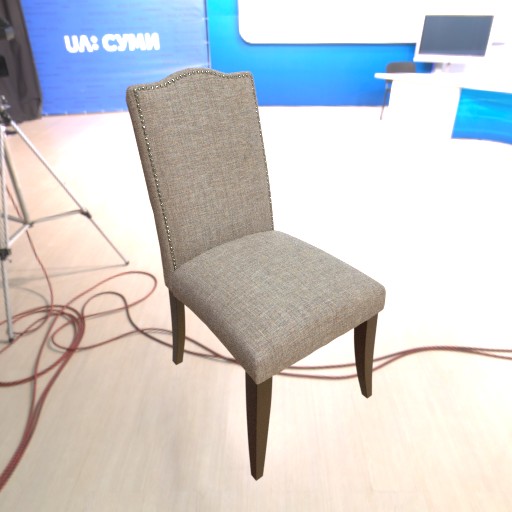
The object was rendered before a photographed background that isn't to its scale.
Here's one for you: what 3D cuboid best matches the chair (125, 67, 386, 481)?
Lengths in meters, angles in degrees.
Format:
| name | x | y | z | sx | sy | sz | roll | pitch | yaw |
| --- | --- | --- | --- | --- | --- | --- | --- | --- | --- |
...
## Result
| name | x | y | z | sx | sy | sz | roll | pitch | yaw |
| --- | --- | --- | --- | --- | --- | --- | --- | --- | --- |
| chair | 0.000 | 0.000 | 1.373 | 0.513 | 1.016 | 0.660 | -22 | 37 | -32 |
